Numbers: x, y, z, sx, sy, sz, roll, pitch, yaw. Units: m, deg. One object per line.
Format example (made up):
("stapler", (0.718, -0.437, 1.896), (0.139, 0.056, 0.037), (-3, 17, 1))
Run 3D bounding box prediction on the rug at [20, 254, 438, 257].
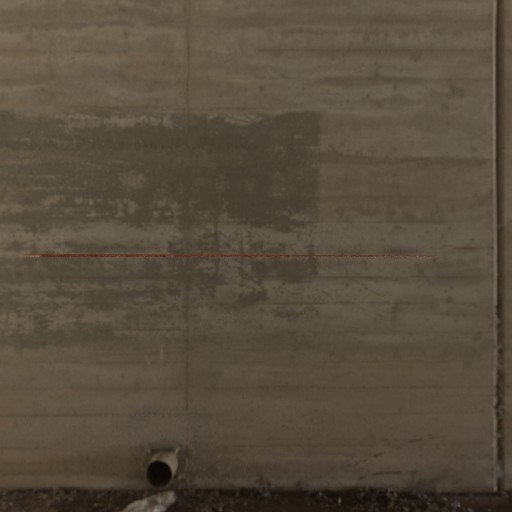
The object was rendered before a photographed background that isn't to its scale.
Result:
("rug", (0.000, 0.000, 2.639), (2.471, 0.013, 0.914), (0, 0, -37))
